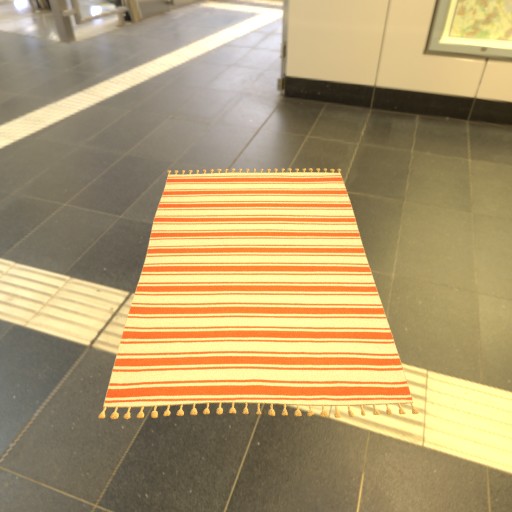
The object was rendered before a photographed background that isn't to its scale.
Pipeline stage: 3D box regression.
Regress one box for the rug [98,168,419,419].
[{"bbox_3d":[0.000,0.000,3.066,1.556,0.022,2.433,0,40,-1],"label":"rug"}]
